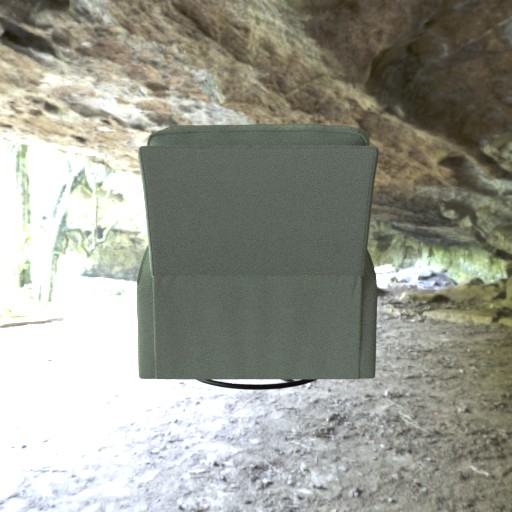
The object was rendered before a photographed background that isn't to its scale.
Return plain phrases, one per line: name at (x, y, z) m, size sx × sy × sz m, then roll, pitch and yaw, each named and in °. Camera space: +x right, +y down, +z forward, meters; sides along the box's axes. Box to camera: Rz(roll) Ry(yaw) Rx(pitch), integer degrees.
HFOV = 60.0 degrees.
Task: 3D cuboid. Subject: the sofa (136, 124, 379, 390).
sofa at (0.000, 0.000, 2.106) m, size 0.861 × 0.959 × 1.472 m, roll 0°, pitch 2°, yaw 0°
